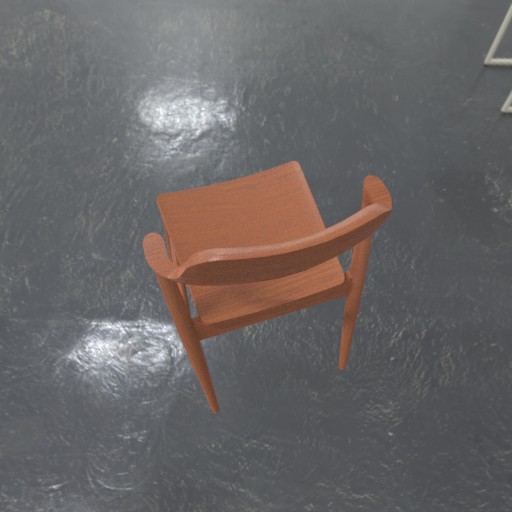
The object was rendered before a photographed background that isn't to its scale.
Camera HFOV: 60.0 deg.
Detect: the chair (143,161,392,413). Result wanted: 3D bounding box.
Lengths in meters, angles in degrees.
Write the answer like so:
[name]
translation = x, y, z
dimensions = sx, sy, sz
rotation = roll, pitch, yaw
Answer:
[chair]
translation = 0.000, 0.000, 1.141
dimensions = 0.496, 0.801, 0.499
rotation = -16, 59, -10
